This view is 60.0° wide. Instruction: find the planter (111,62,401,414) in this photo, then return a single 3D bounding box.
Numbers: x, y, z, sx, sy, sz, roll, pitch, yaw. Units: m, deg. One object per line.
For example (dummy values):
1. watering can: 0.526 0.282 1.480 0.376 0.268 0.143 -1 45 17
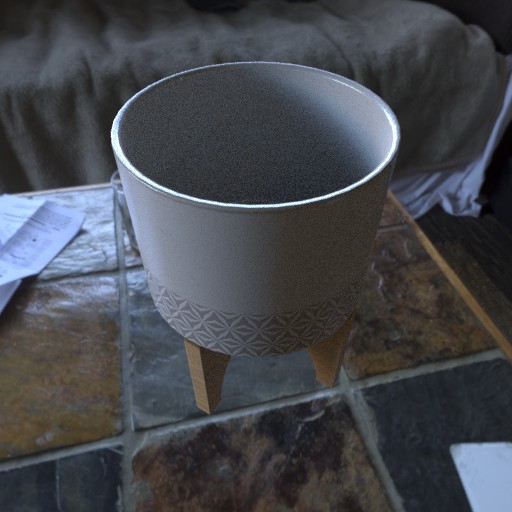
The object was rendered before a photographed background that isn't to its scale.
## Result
1. planter: 0.000 0.000 0.510 0.249 0.343 0.249 0 45 0
